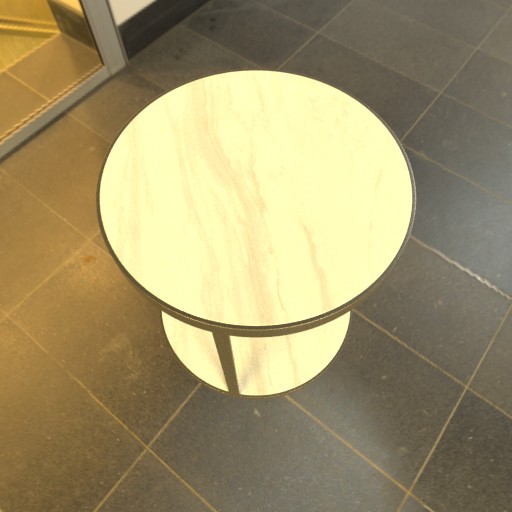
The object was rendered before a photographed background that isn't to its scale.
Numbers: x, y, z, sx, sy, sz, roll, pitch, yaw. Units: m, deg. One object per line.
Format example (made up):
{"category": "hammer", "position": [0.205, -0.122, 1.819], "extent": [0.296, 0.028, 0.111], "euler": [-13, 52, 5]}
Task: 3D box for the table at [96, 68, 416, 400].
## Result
{"category": "table", "position": [0.000, 0.000, 0.835], "extent": [0.445, 0.479, 0.445], "euler": [0, 63, 0]}
